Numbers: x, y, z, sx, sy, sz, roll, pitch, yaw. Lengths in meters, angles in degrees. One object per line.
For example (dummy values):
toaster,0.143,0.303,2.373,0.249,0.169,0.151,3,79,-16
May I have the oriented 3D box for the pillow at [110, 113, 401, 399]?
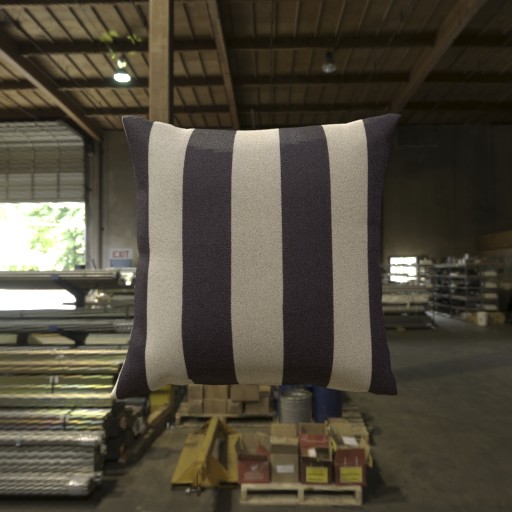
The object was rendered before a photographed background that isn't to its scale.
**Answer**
pillow,0.000,0.000,0.823,0.536,0.526,0.189,0,-2,1
